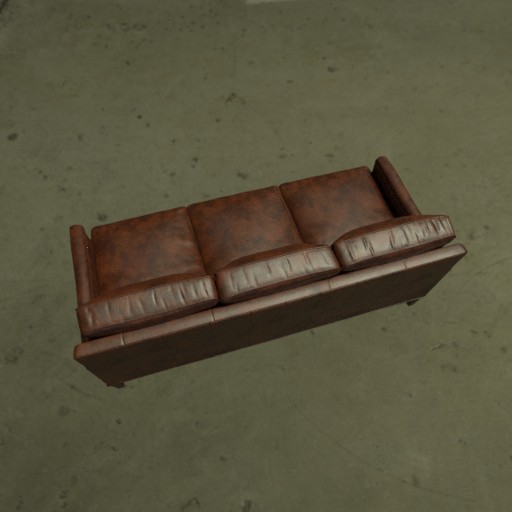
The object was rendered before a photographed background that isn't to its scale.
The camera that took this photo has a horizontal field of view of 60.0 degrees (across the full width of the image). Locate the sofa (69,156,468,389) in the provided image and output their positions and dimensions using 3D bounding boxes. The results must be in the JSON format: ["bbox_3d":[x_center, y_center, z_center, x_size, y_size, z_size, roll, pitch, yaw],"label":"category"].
[{"bbox_3d":[0.000,0.000,2.869,2.240,1.003,1.084,-14,59,-9],"label":"sofa"}]
